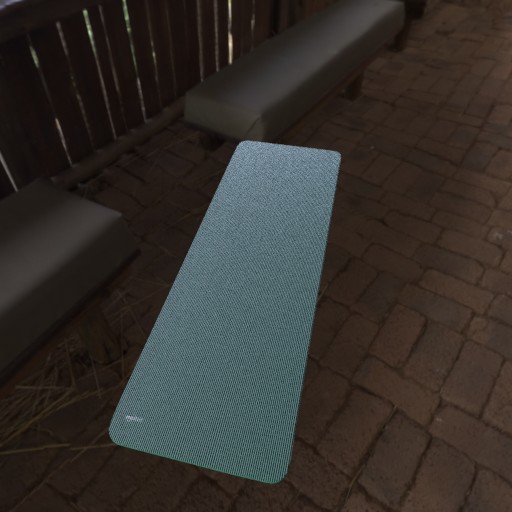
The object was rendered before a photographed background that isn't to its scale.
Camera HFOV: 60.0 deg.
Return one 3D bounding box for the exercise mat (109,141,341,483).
[{"bbox_3d":[0.000,0.000,2.039,0.616,0.021,1.869,9,47,9],"label":"exercise mat"}]
